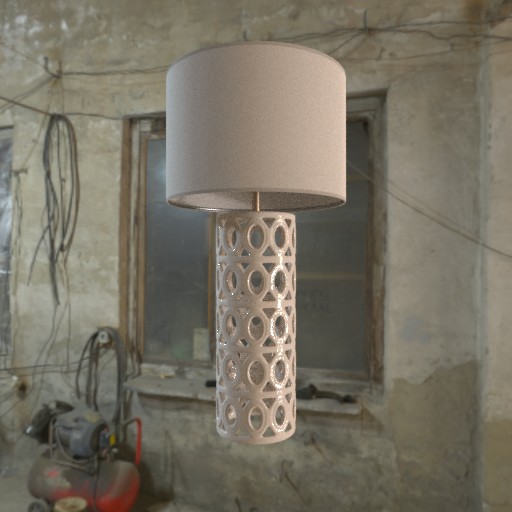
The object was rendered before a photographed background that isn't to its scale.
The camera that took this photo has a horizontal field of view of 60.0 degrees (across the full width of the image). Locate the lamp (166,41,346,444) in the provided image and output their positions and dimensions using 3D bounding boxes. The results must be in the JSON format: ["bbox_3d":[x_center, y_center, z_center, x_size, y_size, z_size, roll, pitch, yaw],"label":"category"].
[{"bbox_3d":[0.000,0.000,0.817,0.325,0.636,0.324,0,0,-17],"label":"lamp"}]
